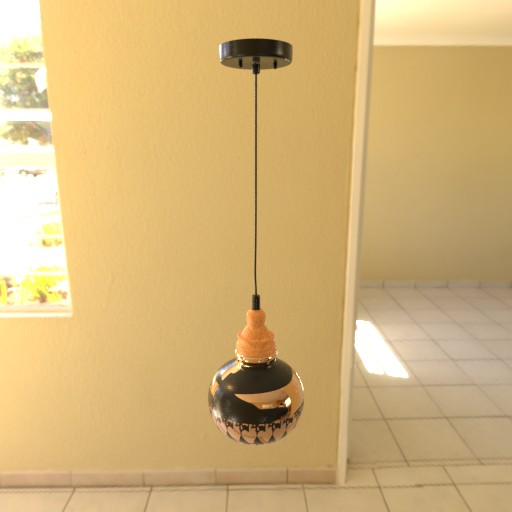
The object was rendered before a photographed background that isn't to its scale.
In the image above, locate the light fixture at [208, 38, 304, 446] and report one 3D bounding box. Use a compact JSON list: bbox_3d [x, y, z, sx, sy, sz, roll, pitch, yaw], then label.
[{"bbox_3d":[0.000,0.000,1.846,0.430,1.606,0.430,-2,13,-10],"label":"light fixture"}]
